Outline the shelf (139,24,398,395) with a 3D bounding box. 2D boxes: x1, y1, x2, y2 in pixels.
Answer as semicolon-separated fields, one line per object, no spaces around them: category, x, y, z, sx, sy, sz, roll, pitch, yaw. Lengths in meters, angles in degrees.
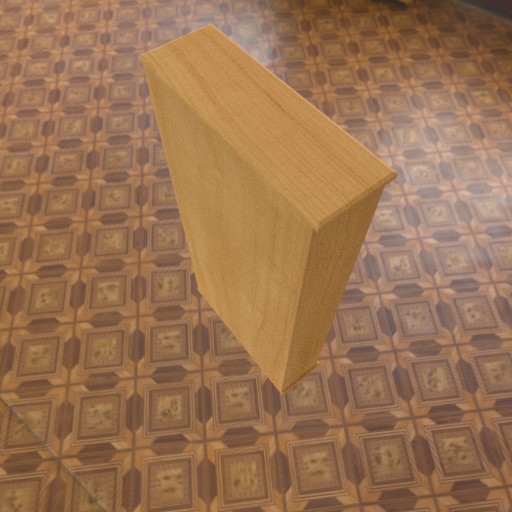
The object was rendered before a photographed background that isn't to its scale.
shelf;0.000;0.000;1.229;0.175;1.030;0.520;-34;65;-18
